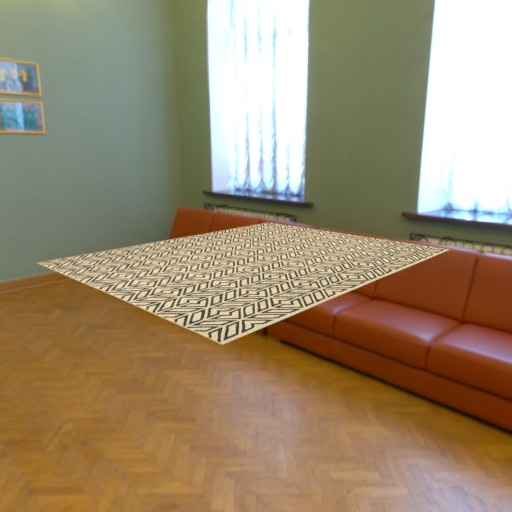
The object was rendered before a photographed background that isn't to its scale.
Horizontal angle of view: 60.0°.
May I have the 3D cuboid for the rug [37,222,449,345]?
[{"bbox_3d":[0.000,0.000,4.150,2.421,0.008,3.045,13,18,42],"label":"rug"}]
